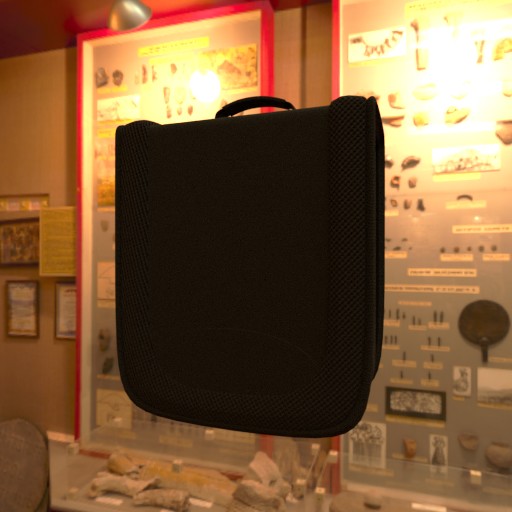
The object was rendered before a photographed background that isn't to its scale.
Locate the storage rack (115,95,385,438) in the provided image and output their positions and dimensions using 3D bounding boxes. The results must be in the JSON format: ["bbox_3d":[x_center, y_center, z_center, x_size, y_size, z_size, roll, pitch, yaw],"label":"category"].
[{"bbox_3d":[0.000,0.000,0.547,0.297,0.387,0.168,0,0,20],"label":"storage rack"}]
